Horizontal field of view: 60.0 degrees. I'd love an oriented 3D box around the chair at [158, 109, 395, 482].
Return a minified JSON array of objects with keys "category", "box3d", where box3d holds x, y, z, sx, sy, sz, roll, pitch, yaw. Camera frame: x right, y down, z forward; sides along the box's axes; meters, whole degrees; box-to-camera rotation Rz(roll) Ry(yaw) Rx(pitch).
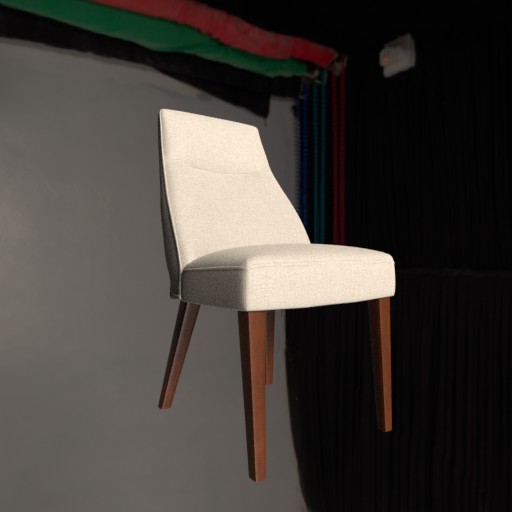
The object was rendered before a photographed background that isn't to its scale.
[{"category":"chair","box3d":[0.000,0.000,1.293,0.500,0.930,0.620,-1,2,-36]}]
